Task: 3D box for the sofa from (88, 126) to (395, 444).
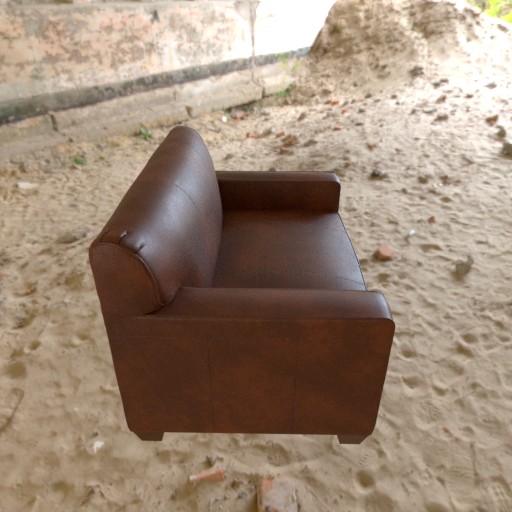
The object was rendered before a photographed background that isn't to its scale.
[{"bbox_3d":[0.000,0.000,2.090,1.000,0.956,1.413,1,31,1],"label":"sofa"}]
